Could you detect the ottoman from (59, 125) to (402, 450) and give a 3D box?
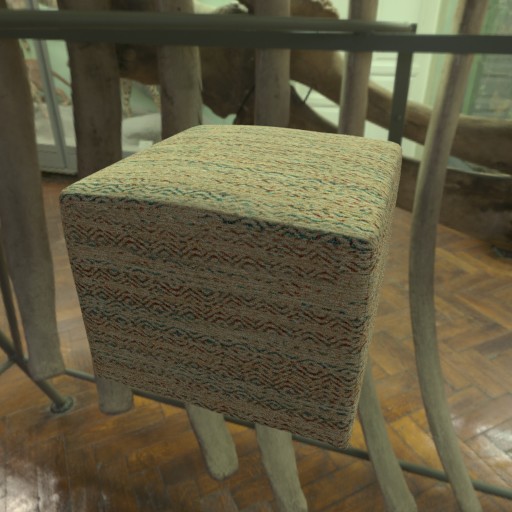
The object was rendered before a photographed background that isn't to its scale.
[{"bbox_3d":[0.000,0.000,0.924,0.512,0.453,0.521,10,31,17],"label":"ottoman"}]
